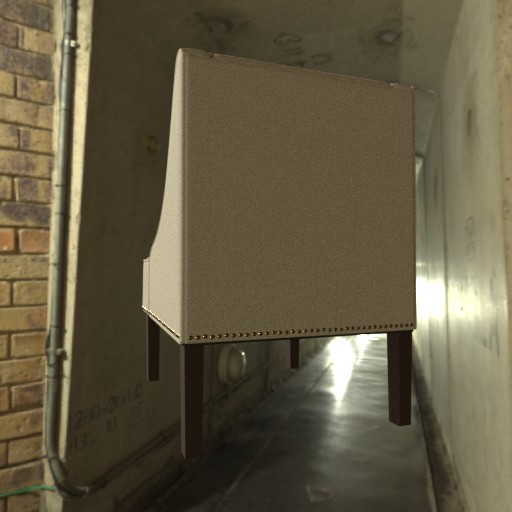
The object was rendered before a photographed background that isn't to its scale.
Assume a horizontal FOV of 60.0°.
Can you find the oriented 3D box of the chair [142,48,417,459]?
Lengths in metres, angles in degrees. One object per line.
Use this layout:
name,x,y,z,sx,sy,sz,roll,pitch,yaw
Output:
chair,0.000,0.000,1.348,0.610,0.864,0.737,0,-1,-20
